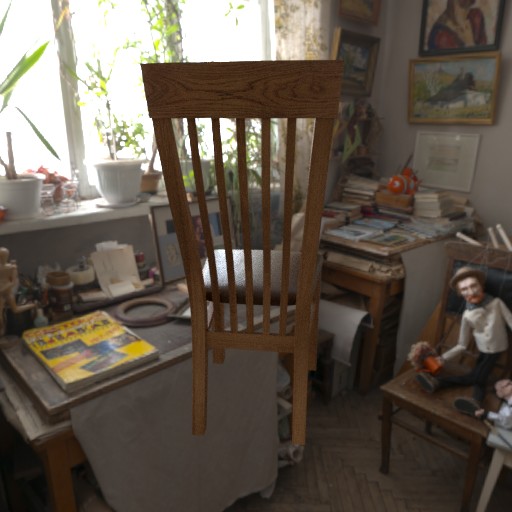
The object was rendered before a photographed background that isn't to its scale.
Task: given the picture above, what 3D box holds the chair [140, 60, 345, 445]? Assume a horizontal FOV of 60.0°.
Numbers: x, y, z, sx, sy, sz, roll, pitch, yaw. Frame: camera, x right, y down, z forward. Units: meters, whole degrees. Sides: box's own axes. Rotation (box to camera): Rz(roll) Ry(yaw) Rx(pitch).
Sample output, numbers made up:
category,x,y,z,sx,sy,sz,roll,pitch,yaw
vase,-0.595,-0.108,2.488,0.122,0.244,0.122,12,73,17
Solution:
category,x,y,z,sx,sy,sz,roll,pitch,yaw
chair,0.000,0.000,1.375,0.450,1.050,0.580,2,17,7
